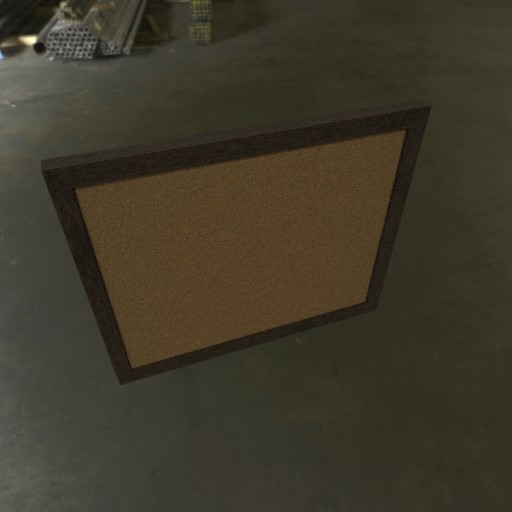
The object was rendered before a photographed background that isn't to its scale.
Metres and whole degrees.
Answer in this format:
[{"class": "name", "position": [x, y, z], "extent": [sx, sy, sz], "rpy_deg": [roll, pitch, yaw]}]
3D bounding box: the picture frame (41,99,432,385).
[{"class": "picture frame", "position": [0.000, 0.000, 0.750], "extent": [0.546, 0.455, 0.026], "rpy_deg": [-13, 43, -15]}]
